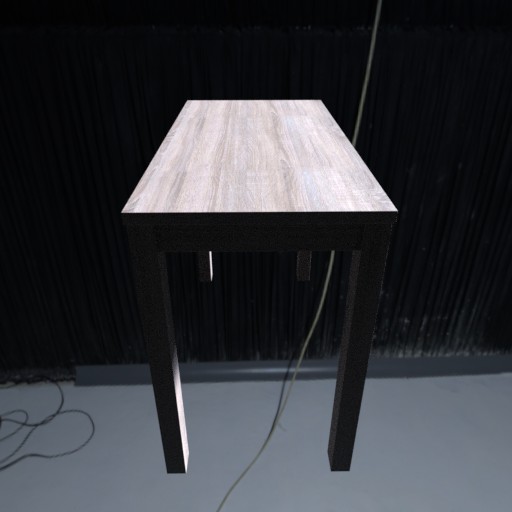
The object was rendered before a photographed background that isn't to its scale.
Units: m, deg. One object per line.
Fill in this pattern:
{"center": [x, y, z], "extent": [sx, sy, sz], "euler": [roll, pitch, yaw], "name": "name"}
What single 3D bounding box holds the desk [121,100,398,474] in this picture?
{"center": [0.000, 0.000, 1.412], "extent": [0.495, 0.762, 0.991], "euler": [0, 30, -1], "name": "desk"}
